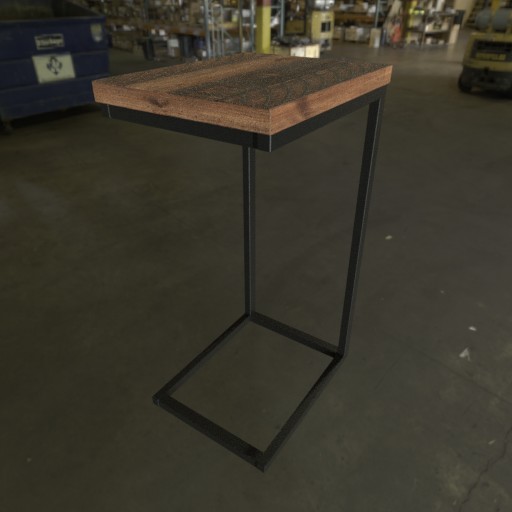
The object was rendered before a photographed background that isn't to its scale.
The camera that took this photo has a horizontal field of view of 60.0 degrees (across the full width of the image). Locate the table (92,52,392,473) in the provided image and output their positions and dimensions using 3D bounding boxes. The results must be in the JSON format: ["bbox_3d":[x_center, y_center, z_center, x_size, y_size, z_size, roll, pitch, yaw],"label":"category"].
[{"bbox_3d":[0.000,0.000,0.924,0.323,0.718,0.414,20,36,29],"label":"table"}]
